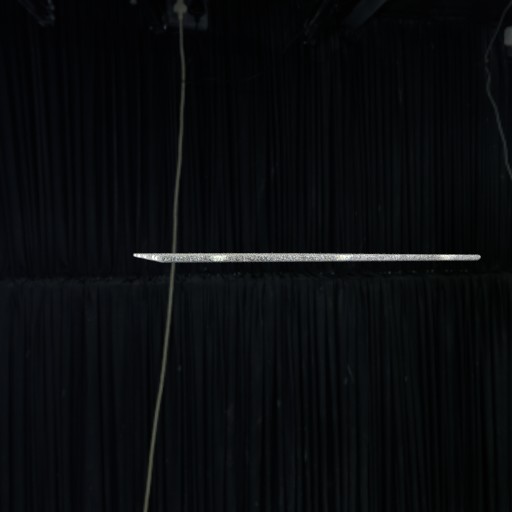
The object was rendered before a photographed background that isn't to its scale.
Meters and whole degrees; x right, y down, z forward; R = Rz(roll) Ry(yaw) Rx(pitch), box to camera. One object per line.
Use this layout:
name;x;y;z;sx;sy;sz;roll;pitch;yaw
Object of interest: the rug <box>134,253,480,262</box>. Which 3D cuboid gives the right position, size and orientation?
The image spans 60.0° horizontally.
rug;0.000;0.000;2.988;1.501;0.025;2.348;0;1;-18
